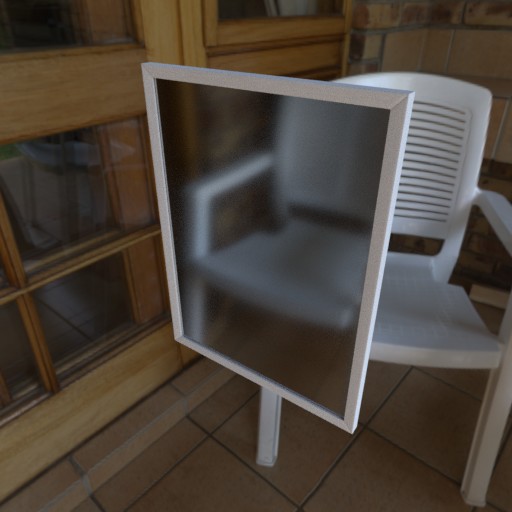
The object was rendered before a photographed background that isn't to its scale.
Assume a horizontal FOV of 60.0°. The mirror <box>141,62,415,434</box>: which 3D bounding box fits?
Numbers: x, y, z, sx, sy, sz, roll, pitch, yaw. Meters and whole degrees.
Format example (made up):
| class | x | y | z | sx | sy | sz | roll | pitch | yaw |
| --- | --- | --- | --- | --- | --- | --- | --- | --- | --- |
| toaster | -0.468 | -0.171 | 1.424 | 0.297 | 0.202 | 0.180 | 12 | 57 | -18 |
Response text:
| class | x | y | z | sx | sy | sz | roll | pitch | yaw |
| --- | --- | --- | --- | --- | --- | --- | --- | --- | --- |
| mirror | 0.000 | 0.000 | 1.329 | 0.762 | 1.016 | 0.040 | 20 | 36 | 30 |
